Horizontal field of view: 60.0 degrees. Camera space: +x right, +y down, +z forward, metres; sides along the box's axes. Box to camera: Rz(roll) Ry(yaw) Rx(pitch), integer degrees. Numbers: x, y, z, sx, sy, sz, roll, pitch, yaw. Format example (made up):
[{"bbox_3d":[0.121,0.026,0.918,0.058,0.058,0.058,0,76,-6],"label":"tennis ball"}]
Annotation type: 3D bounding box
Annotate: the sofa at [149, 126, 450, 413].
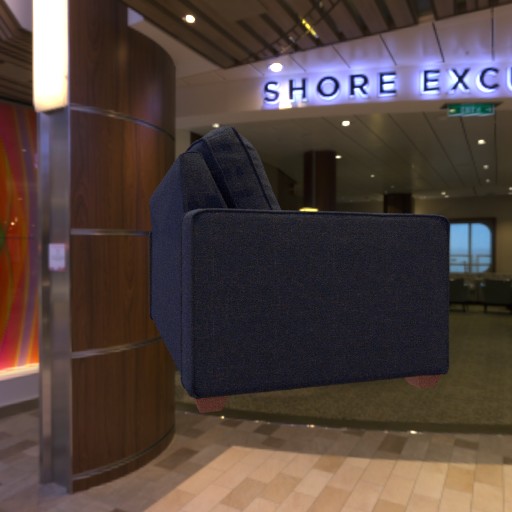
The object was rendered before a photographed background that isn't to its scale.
[{"bbox_3d":[0.000,0.000,2.222,0.947,0.918,1.709,0,1,-17],"label":"sofa"}]
